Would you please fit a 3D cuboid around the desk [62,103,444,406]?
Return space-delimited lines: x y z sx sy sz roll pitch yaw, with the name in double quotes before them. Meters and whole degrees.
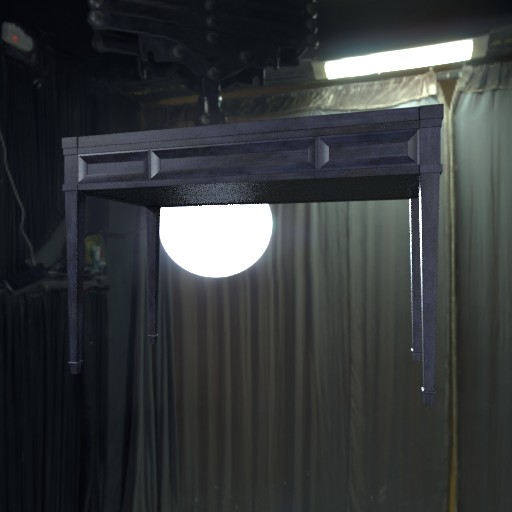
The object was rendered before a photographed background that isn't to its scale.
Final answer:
"desk" 0.000 0.000 1.733 1.289 0.861 0.630 0 0 16
